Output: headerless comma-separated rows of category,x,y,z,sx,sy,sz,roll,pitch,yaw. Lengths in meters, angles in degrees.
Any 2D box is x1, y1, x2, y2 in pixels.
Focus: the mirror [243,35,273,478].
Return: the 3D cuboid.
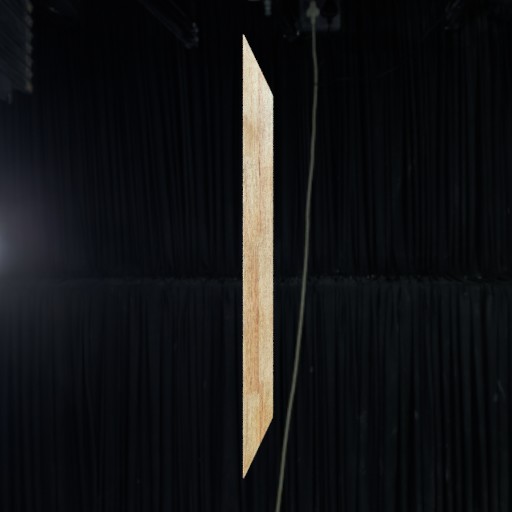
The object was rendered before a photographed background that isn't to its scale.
mirror,0.000,0.000,0.974,0.047,0.651,0.651,0,0,-1
